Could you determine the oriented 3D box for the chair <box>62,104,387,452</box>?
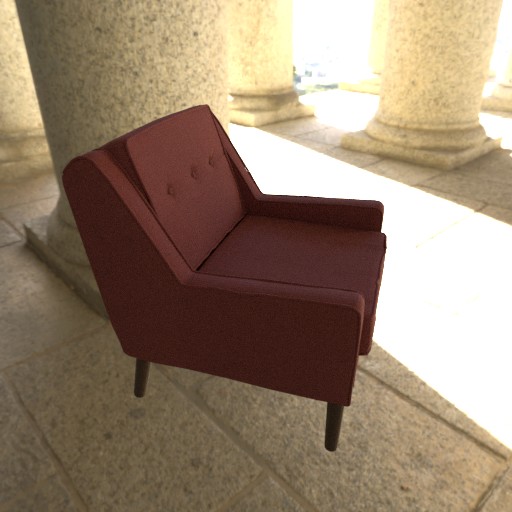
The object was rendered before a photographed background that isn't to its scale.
[{"bbox_3d":[0.000,0.000,1.379,0.770,0.812,0.680,9,30,16],"label":"chair"}]
